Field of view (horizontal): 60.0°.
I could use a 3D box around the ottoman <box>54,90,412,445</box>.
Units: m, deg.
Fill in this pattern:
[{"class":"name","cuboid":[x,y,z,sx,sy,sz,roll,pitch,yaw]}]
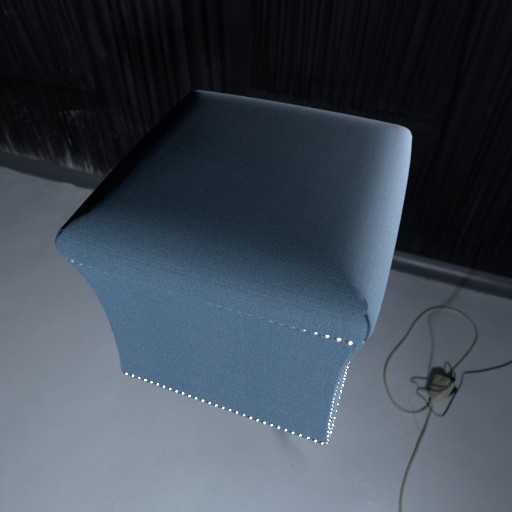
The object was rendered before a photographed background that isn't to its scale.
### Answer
[{"class":"ottoman","cuboid":[0.000,0.000,0.905,0.497,0.475,0.507,15,49,13]}]
